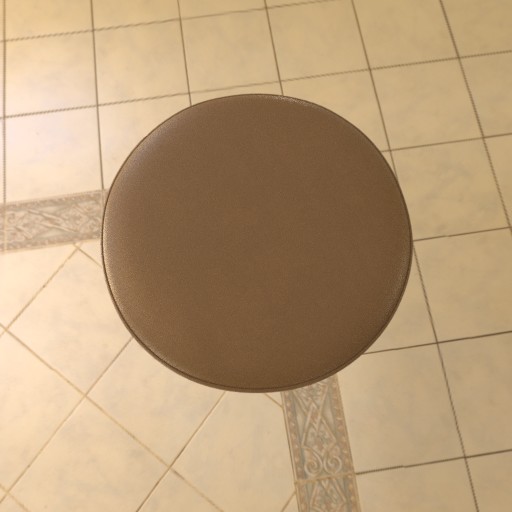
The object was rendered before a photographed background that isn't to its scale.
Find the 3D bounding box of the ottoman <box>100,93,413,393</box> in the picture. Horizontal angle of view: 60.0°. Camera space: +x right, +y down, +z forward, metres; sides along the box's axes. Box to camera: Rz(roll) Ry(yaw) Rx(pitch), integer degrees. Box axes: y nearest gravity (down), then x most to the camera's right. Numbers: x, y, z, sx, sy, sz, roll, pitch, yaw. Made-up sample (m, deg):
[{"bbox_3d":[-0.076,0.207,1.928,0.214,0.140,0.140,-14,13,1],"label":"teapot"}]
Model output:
[{"bbox_3d":[0.000,0.000,0.864,0.500,0.409,0.500,0,76,0],"label":"ottoman"}]
